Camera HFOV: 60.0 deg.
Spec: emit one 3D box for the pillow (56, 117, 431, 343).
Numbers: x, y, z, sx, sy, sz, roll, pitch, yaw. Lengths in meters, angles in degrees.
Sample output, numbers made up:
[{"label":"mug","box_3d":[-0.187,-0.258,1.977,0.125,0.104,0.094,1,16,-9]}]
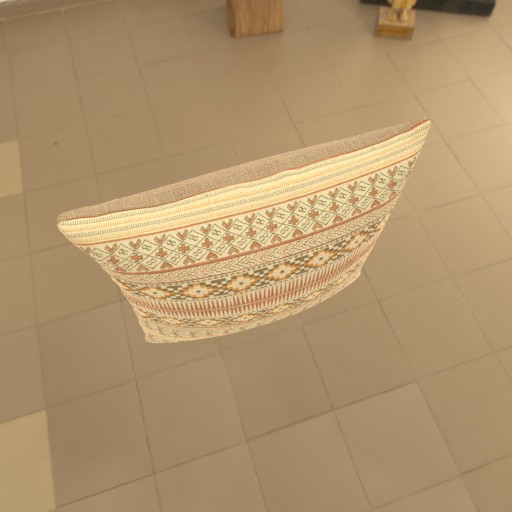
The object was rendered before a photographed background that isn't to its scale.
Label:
[{"label":"pillow","box_3d":[0.000,0.000,0.799,0.521,0.519,0.215,-17,64,-8]}]
